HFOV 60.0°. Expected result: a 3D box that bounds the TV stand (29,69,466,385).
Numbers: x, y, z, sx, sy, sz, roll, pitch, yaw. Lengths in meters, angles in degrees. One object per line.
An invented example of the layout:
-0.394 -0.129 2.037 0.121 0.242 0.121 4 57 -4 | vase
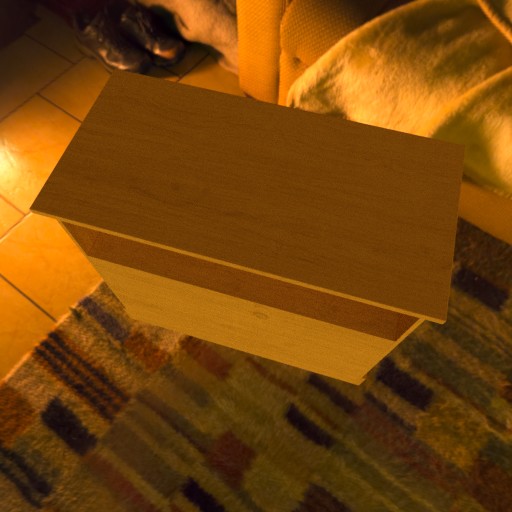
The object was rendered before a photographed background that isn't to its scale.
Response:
0.000 0.000 1.306 0.851 0.787 0.430 15 65 7 | TV stand
